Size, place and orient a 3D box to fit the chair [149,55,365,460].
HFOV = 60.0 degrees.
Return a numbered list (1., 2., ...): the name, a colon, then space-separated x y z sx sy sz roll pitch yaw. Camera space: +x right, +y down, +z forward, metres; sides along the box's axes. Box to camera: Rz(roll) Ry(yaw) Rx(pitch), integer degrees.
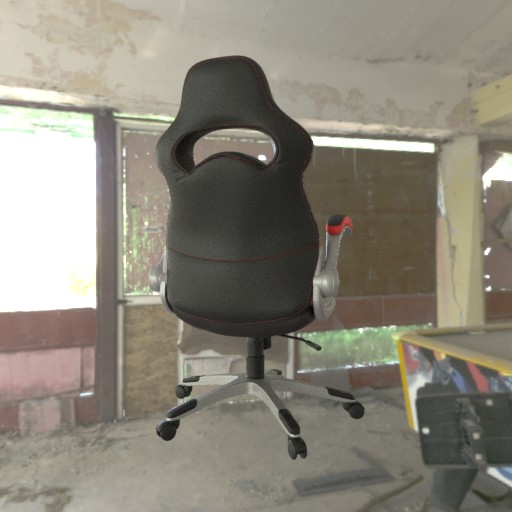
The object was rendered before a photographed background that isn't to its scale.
1. chair: 0.000 0.000 1.601 0.758 1.165 0.712 0 1 18
